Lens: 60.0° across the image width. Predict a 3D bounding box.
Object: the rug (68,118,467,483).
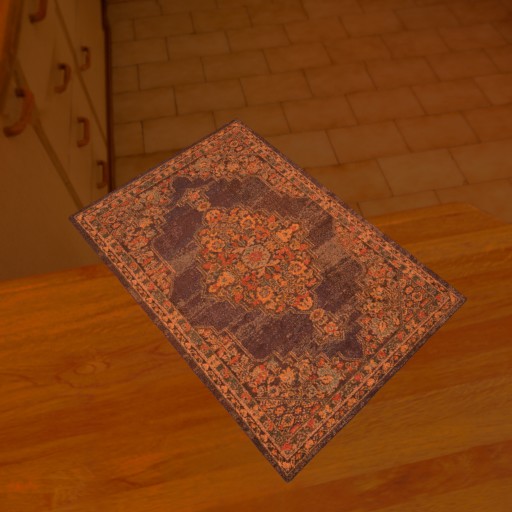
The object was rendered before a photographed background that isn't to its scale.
[{"bbox_3d":[0.000,0.000,3.856,2.053,0.011,2.940,-37,65,-21],"label":"rug"}]
